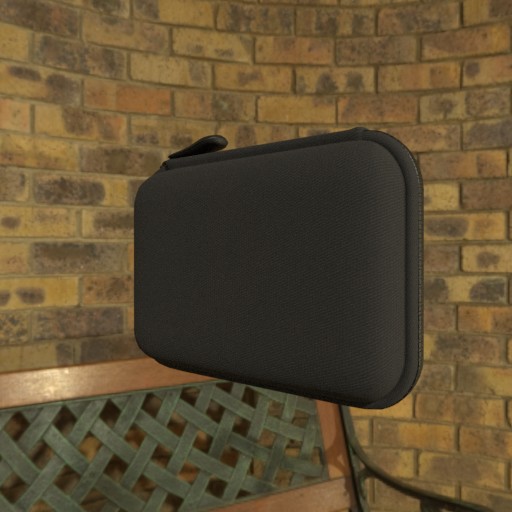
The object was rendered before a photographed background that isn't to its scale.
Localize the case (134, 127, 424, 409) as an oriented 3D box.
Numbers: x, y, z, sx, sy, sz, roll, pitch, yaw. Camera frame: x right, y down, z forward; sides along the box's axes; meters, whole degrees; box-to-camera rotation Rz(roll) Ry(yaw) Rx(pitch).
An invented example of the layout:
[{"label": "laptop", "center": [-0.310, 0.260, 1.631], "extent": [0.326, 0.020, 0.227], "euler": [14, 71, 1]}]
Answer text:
[{"label": "case", "center": [0.000, 0.000, 0.181], "extent": [0.132, 0.105, 0.038], "euler": [0, 0, 36]}]
